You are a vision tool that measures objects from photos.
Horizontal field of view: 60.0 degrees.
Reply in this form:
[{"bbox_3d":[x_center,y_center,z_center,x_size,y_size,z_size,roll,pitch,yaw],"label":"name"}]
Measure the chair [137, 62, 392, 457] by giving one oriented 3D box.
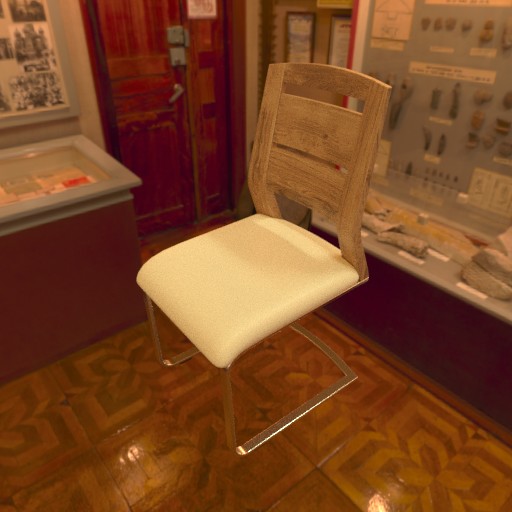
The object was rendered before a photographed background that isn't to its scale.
[{"bbox_3d":[0.000,0.000,1.251,0.561,0.955,0.457,-22,38,-31],"label":"chair"}]
